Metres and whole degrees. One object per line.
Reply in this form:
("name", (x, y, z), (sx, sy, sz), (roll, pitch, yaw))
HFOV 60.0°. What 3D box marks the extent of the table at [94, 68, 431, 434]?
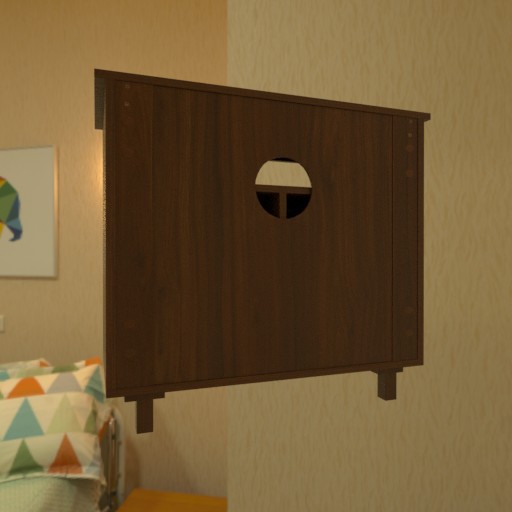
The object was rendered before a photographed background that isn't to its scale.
("table", (0.000, 0.000, 1.173), (0.802, 0.725, 0.390), (0, 0, -20))
